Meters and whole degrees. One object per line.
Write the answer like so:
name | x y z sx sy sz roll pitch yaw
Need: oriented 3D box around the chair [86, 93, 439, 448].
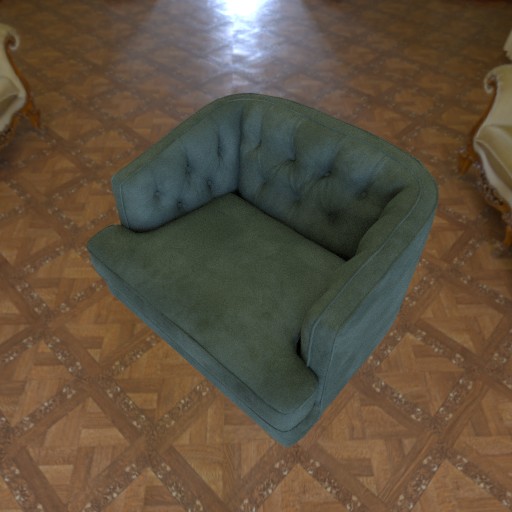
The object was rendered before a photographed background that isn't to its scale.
chair | 0.000 0.000 1.796 1.104 0.852 0.941 34 55 27
